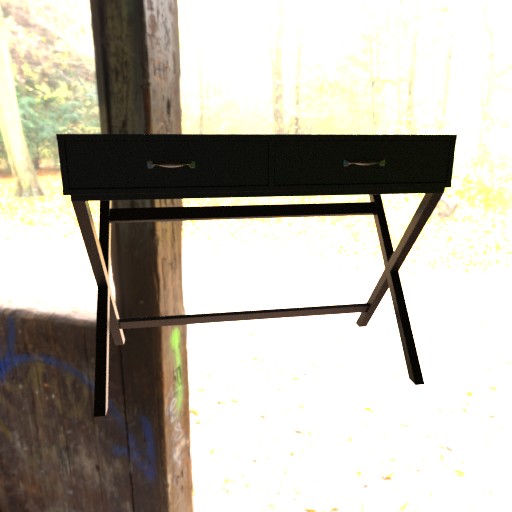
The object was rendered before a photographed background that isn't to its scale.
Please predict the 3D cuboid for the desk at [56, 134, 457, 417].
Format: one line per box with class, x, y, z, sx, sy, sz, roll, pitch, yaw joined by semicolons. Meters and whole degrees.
desk;0.000;0.000;1.480;1.057;0.780;0.525;-3;15;-10
